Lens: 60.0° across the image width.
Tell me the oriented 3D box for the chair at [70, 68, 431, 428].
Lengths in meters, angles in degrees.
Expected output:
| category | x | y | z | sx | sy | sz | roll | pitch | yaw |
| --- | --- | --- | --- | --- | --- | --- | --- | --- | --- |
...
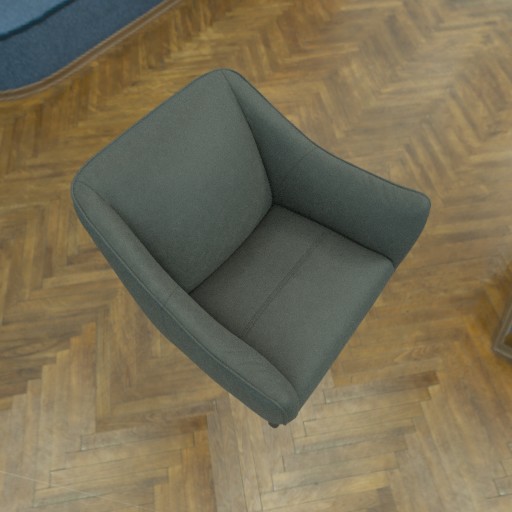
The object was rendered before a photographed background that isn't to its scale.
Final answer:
| category | x | y | z | sx | sy | sz | roll | pitch | yaw |
| --- | --- | --- | --- | --- | --- | --- | --- | --- | --- |
| chair | 0.000 | 0.000 | 1.566 | 0.852 | 0.830 | 0.871 | 33 | 63 | 19 |
